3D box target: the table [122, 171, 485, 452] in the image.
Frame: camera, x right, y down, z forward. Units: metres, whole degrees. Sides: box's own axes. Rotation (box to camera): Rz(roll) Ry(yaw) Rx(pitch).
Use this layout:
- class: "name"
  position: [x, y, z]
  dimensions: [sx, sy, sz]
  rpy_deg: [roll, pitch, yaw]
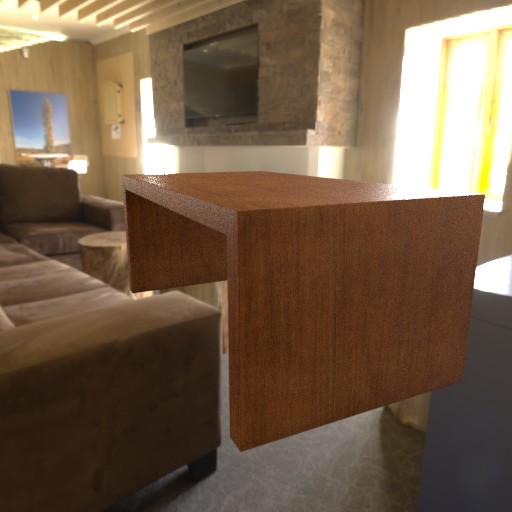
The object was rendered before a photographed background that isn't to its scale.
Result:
- class: "table"
  position: [0.000, 0.000, 1.267]
  dimensions: [0.549, 0.419, 1.000]
  rpy_deg: [-7, 15, -25]
